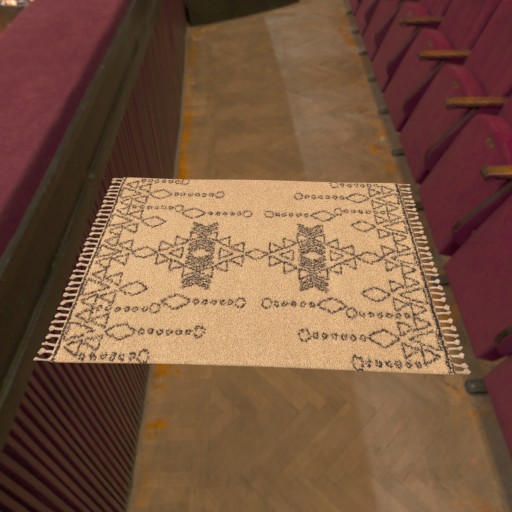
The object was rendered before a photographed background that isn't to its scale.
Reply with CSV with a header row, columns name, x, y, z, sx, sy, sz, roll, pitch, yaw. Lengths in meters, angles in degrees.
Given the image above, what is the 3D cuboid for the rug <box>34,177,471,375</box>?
name,x,y,z,sx,sy,sz,roll,pitch,yaw
rug,0.000,0.000,3.770,3.027,0.028,2.125,1,46,1
